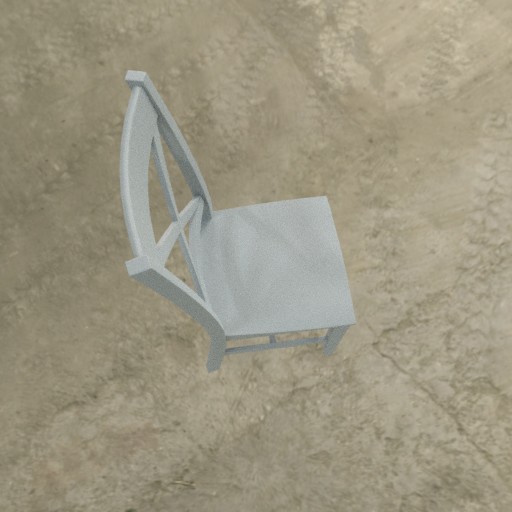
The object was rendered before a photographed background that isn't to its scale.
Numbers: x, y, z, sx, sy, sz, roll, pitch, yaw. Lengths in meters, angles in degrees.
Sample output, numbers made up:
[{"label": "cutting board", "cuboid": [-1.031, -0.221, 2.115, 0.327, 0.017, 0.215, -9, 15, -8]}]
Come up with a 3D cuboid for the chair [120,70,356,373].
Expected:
[{"label": "chair", "cuboid": [0.000, 0.000, 1.307, 0.542, 0.983, 0.485, -7, 65, -3]}]
